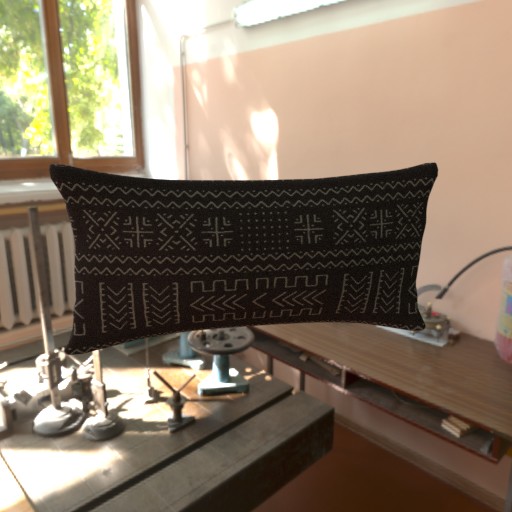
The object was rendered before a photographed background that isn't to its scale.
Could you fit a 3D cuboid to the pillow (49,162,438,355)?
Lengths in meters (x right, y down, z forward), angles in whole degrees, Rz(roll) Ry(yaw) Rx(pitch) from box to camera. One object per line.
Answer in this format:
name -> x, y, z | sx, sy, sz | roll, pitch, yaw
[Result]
pillow -> 0.000, 0.000, 0.782 | 0.667, 0.322, 0.135 | -2, 14, -9
